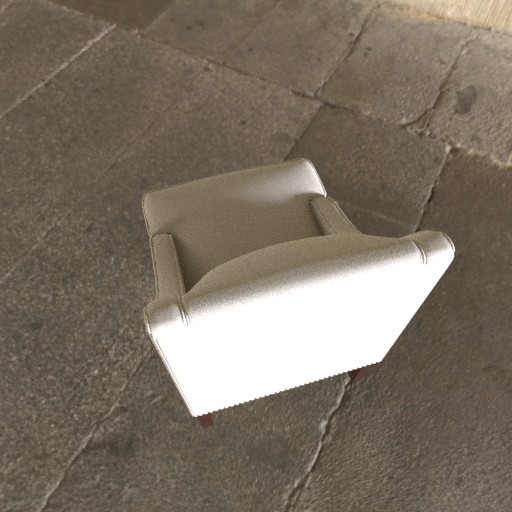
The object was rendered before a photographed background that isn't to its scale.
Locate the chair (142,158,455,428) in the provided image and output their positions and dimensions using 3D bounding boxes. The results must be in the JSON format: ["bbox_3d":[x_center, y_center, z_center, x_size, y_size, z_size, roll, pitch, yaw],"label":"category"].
[{"bbox_3d":[0.000,0.000,1.376,0.628,0.872,0.748,-14,59,-9],"label":"chair"}]
